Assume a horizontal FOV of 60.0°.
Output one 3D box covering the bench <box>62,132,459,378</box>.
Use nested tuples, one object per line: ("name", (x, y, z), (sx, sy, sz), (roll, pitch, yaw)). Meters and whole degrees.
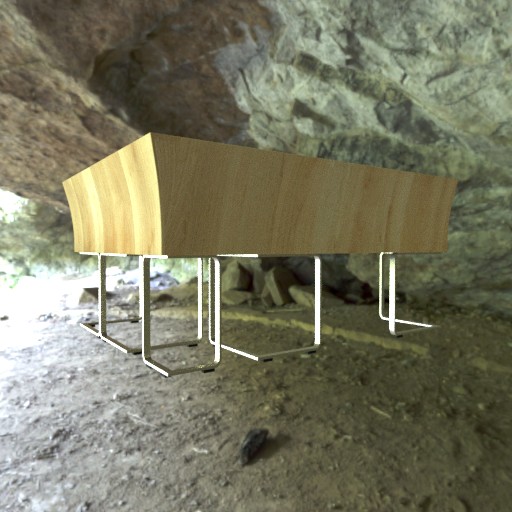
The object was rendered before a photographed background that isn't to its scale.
("bench", (0.000, 0.000, 2.750), (1.945, 0.930, 1.495), (-1, 2, -35))
